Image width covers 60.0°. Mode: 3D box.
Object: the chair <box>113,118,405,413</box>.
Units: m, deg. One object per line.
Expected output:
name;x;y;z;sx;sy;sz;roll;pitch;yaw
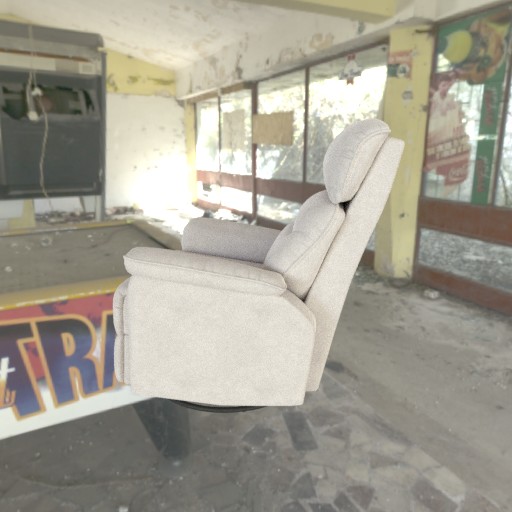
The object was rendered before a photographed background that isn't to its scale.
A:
chair;0.000;0.000;1.781;1.001;1.039;0.820;2;14;9
